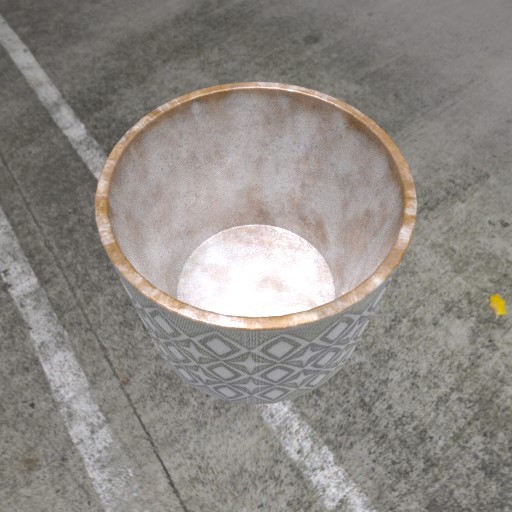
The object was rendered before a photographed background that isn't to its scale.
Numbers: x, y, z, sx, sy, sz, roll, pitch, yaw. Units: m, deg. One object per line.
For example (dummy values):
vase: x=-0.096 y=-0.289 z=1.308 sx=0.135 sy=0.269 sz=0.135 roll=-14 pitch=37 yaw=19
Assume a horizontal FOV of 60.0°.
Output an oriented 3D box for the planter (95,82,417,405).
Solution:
planter: x=0.000 y=0.000 z=0.449 sx=0.255 sy=0.223 sz=0.255 roll=0 pitch=58 yaw=0
